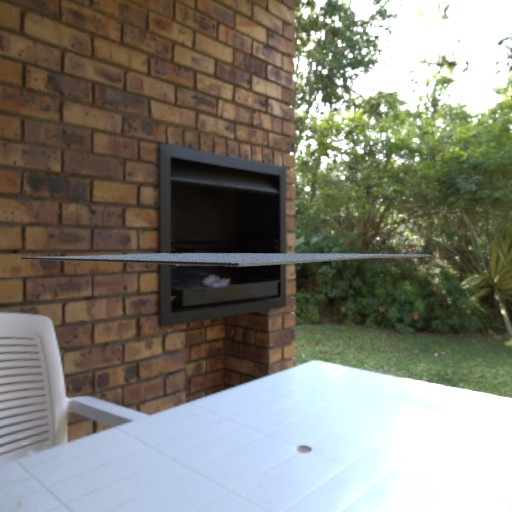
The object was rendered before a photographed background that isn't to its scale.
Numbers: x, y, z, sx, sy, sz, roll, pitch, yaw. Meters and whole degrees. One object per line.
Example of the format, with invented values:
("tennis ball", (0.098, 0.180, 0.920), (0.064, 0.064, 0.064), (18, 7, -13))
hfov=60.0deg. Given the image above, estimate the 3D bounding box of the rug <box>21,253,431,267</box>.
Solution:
("rug", (0.000, 0.000, 2.969), (1.616, 0.030, 2.338), (1, 1, 37))
